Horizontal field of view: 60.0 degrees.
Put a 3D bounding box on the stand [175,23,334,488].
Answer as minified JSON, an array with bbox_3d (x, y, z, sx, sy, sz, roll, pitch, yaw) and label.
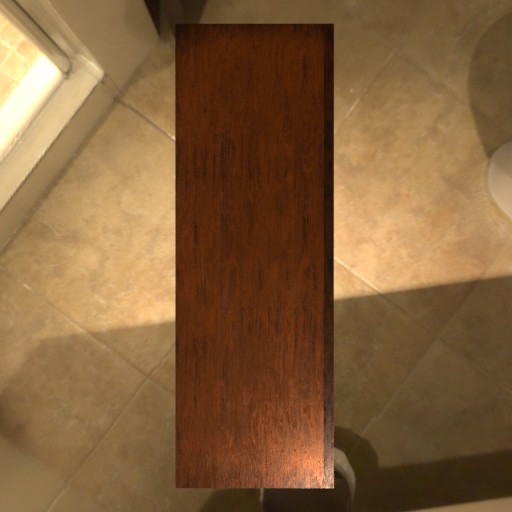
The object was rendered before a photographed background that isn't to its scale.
[{"bbox_3d":[0.000,0.000,1.614,0.481,0.610,1.372,0,90,0],"label":"stand"}]
